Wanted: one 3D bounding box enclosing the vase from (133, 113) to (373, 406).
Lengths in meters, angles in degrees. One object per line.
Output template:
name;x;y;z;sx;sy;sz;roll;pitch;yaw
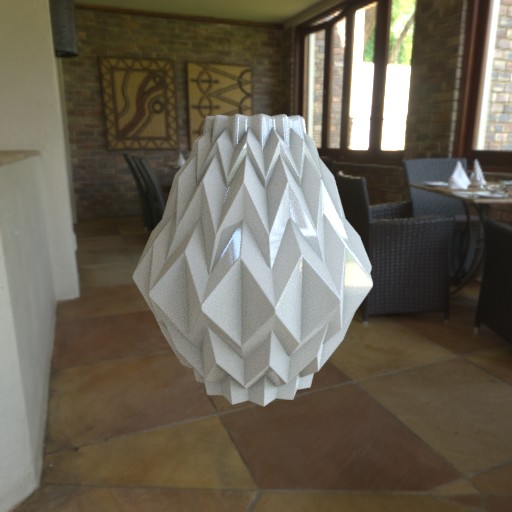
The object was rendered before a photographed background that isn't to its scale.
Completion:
vase;0.000;0.000;0.308;0.164;0.185;0.164;0;14;0
